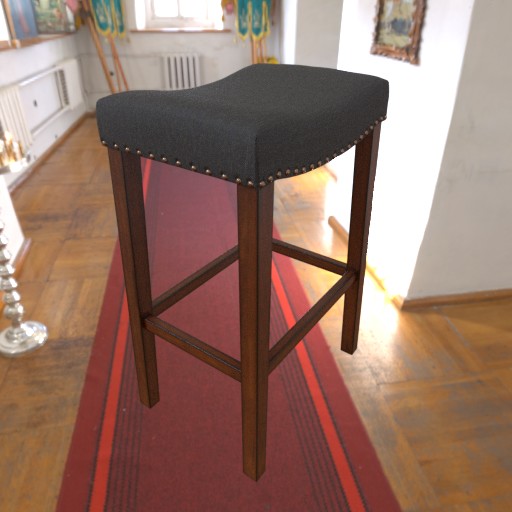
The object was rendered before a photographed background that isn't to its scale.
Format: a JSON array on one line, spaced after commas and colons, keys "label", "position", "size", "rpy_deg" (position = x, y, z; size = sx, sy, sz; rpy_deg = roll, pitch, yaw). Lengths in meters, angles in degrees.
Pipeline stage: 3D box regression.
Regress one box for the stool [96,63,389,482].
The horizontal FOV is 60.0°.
[{"label": "stool", "position": [0.000, 0.000, 1.015], "size": [0.366, 0.760, 0.502], "rpy_deg": [21, 37, 30]}]
